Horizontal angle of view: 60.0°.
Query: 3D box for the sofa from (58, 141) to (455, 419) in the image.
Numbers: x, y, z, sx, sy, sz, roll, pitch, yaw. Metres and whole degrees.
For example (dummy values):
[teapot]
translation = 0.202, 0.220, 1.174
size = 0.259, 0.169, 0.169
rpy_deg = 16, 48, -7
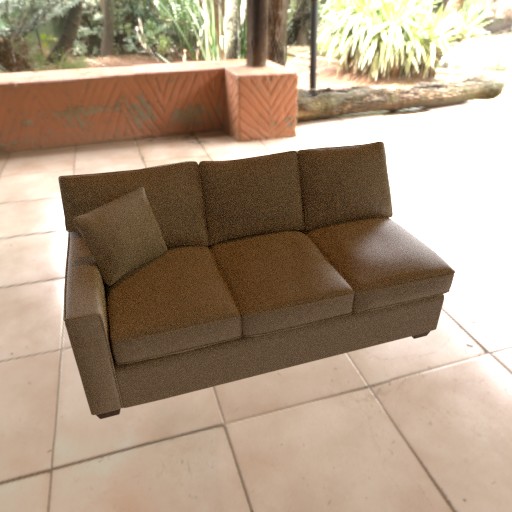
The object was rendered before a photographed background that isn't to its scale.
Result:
[sofa]
translation = 0.000, 0.000, 2.511
size = 1.962, 0.946, 1.034
rpy_deg = -10, 33, -16
